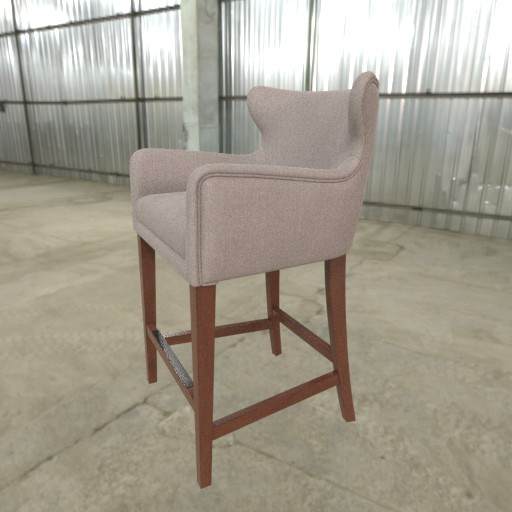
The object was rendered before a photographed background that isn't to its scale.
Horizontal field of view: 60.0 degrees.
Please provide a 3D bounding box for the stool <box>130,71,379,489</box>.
[{"bbox_3d":[0.000,0.000,1.270,0.575,0.951,0.575,-9,19,-26],"label":"stool"}]
